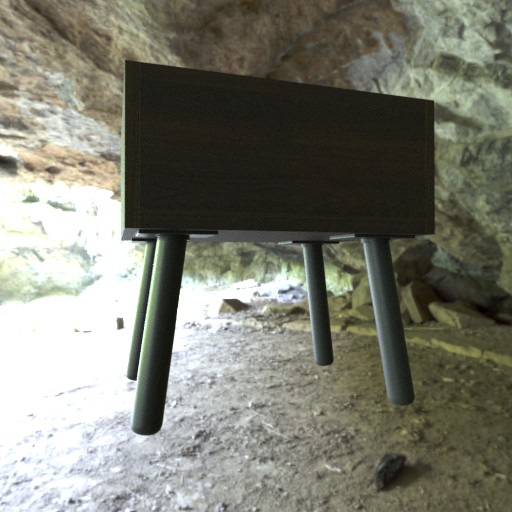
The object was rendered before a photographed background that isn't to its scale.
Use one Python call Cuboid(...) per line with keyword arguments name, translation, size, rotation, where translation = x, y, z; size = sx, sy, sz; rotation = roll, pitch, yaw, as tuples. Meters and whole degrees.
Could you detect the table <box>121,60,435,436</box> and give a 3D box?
Cuboid(name="table", translation=(0.000, 0.000, 0.778), size=(0.450, 0.470, 0.370), rotation=(0, -1, -18))
